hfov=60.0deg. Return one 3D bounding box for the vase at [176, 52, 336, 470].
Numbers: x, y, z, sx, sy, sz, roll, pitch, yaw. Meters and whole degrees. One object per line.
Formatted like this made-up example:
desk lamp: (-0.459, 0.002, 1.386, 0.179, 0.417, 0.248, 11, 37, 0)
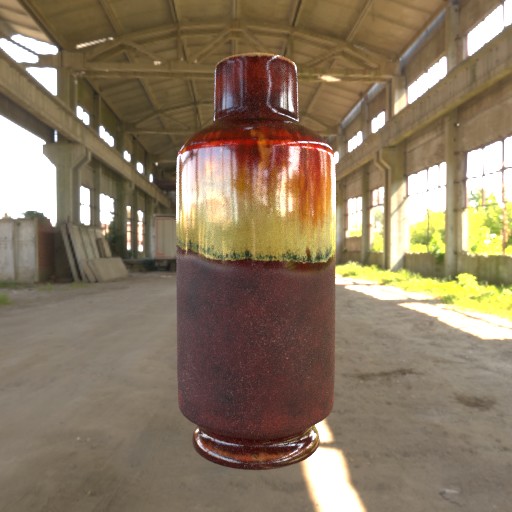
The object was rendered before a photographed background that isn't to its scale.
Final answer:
vase: (0.000, 0.000, 0.313, 0.111, 0.261, 0.111, 0, 1, 0)
